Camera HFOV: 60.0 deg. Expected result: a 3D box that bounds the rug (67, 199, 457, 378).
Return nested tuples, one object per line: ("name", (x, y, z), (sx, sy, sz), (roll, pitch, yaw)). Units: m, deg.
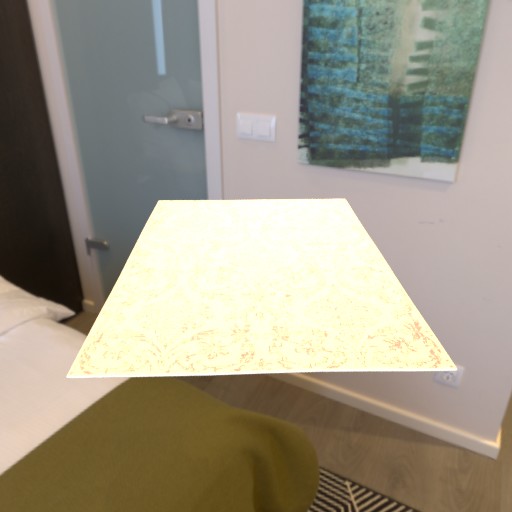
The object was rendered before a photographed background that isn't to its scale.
("rug", (0.000, 0.000, 2.796), (1.598, 0.014, 2.202), (-1, 26, -1))
